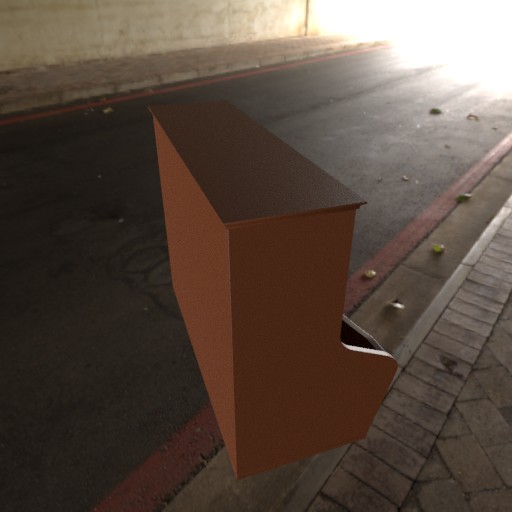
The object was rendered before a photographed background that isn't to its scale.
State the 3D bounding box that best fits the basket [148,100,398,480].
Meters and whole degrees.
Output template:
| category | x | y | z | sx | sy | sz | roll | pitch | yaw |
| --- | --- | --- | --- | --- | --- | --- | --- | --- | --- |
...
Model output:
| category | x | y | z | sx | sy | sz | roll | pitch | yaw |
| --- | --- | --- | --- | --- | --- | --- | --- | --- | --- |
| basket | 0.000 | 0.000 | 1.157 | 0.376 | 0.625 | 0.792 | -10 | 32 | -17 |
